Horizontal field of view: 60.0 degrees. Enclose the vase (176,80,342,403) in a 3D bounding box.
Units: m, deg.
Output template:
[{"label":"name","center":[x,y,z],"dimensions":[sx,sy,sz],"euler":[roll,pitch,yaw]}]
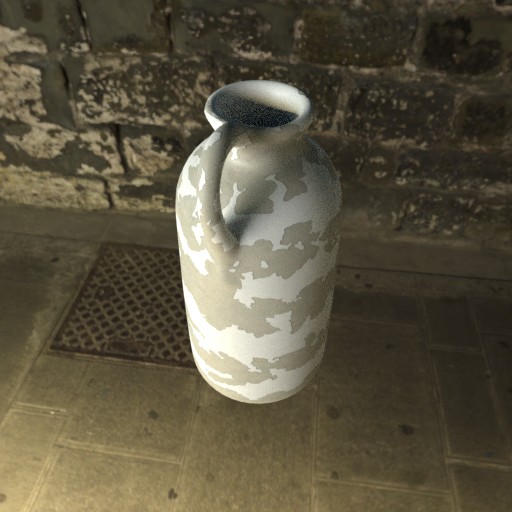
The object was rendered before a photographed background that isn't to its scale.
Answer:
[{"label":"vase","center":[0.000,0.000,0.491],"dimensions":[0.186,0.382,0.203],"euler":[16,49,15]}]
